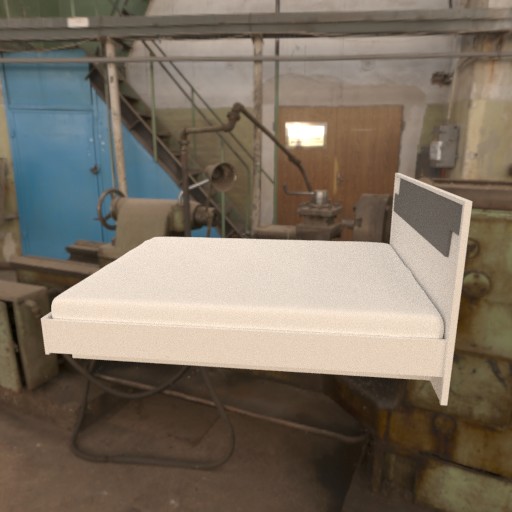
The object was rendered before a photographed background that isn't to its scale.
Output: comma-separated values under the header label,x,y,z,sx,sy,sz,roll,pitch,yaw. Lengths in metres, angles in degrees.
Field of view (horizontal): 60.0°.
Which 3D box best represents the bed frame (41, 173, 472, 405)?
label,x,y,z,sx,sy,sz,roll,pitch,yaw
bed frame,0.000,0.000,2.989,2.100,1.001,1.711,2,15,7
